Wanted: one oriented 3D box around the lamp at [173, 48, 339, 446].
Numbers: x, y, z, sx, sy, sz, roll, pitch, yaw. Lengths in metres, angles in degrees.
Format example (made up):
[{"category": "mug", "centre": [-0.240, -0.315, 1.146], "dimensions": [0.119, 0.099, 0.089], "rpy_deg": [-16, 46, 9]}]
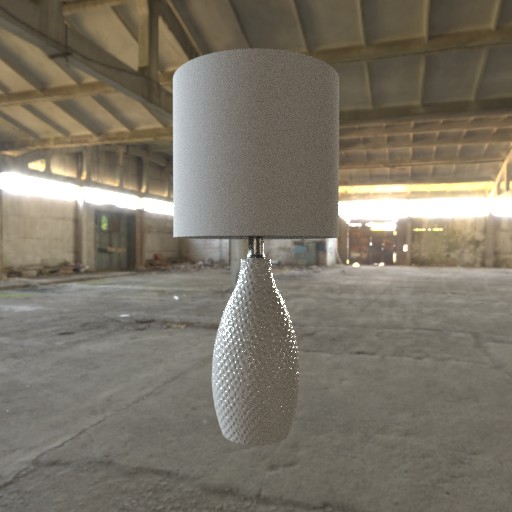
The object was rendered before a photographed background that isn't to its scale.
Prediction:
[{"category": "lamp", "centre": [0.000, 0.000, 0.586], "dimensions": [0.214, 0.466, 0.214], "rpy_deg": [0, 1, 18]}]
